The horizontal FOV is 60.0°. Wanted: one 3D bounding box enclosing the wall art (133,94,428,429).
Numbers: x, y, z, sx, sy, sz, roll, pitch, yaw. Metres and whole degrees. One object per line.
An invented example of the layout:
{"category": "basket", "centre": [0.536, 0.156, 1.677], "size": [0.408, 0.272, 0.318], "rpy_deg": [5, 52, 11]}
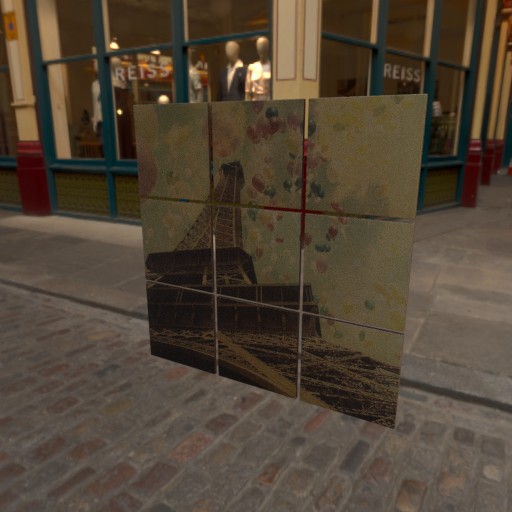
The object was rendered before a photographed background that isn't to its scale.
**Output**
{"category": "wall art", "centre": [0.000, 0.000, 1.880], "size": [1.256, 1.246, 0.017], "rpy_deg": [8, 18, 28]}
